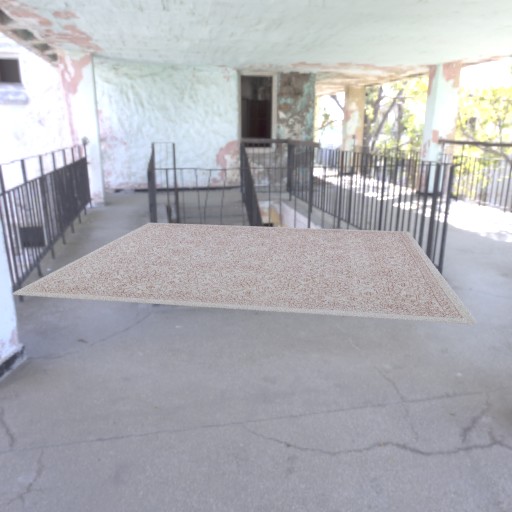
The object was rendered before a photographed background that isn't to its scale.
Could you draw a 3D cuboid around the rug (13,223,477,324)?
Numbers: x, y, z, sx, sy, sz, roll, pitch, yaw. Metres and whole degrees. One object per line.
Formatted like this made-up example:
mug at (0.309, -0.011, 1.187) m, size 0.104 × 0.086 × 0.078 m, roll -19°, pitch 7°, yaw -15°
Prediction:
rug at (0.000, 0.000, 4.010) m, size 3.050 × 0.015 × 2.441 m, roll 3°, pitch 16°, yaw 9°
